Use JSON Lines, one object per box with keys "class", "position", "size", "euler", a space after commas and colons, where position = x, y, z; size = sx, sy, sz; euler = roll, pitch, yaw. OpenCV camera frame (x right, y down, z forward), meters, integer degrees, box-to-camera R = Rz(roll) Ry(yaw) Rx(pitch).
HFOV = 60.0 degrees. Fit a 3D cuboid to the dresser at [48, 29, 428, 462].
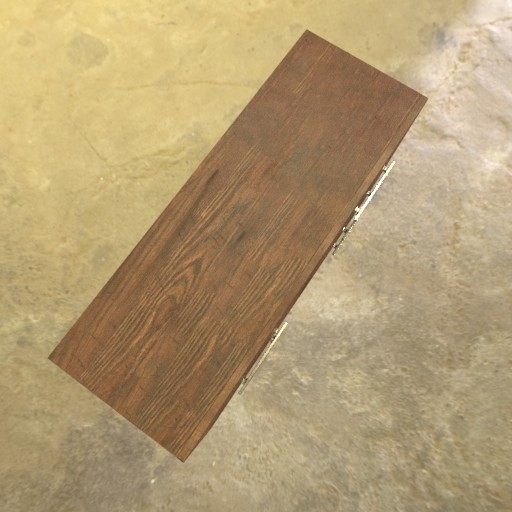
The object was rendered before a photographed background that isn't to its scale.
{"class": "dresser", "position": [0.000, 0.000, 2.169], "size": [0.623, 1.061, 1.646], "euler": [34, 78, 8]}
